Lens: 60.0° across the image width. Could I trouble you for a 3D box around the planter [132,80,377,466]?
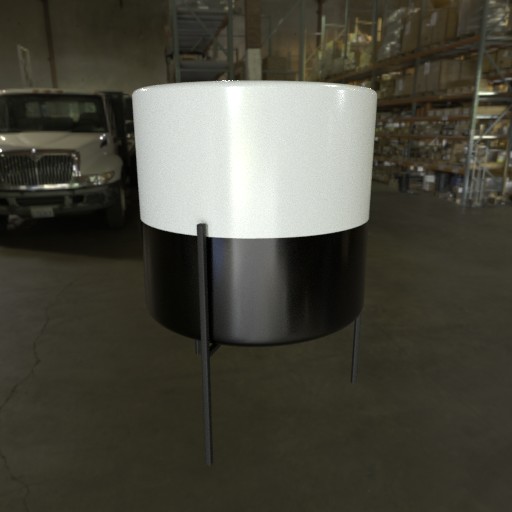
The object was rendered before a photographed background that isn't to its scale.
[{"bbox_3d":[0.000,0.000,0.623,0.310,0.432,0.310,-7,17,-24],"label":"planter"}]
